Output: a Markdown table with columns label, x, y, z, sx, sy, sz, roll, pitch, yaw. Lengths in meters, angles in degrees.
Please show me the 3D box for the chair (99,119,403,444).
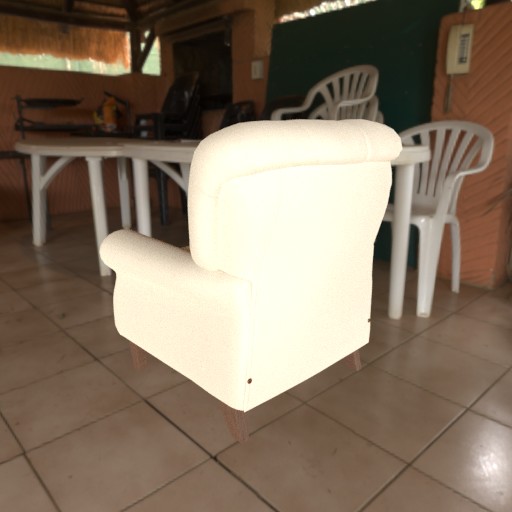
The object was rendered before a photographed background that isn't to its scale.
| label | x | y | z | sx | sy | sz | roll | pitch | yaw |
| --- | --- | --- | --- | --- | --- | --- | --- | --- | --- |
| chair | 0.000 | 0.000 | 2.005 | 1.035 | 1.169 | 1.132 | -14 | 21 | -42 |
